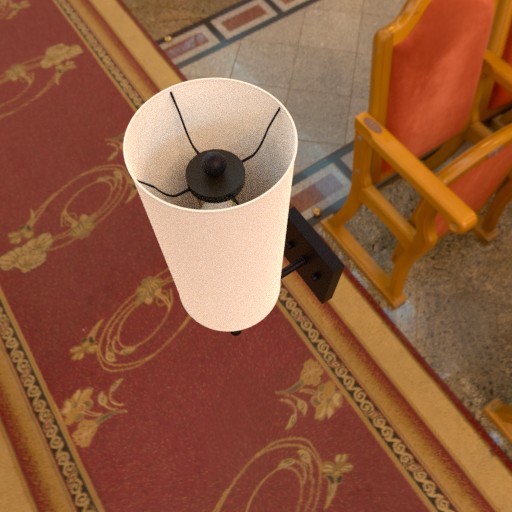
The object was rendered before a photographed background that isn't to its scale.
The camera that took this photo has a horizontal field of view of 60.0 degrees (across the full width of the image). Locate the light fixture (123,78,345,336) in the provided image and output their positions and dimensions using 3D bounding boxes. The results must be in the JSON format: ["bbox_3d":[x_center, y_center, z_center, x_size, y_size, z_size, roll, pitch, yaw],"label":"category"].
[{"bbox_3d":[0.000,0.000,0.541,0.208,0.462,0.128,-31,67,-15],"label":"light fixture"}]
